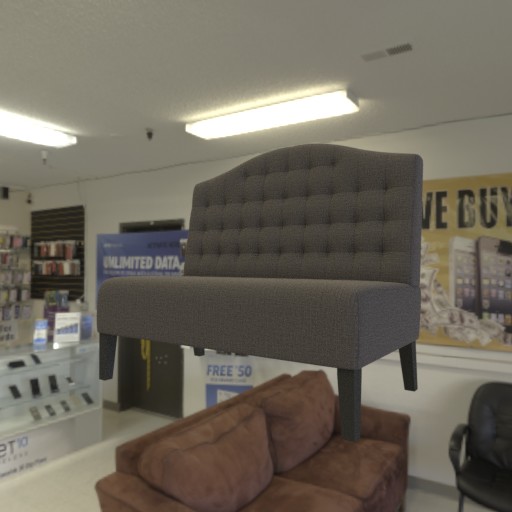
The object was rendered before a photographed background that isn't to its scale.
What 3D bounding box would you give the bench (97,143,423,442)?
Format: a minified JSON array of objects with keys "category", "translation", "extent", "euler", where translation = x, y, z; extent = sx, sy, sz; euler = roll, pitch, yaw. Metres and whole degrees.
[{"category":"bench","translation":[0.000,0.000,2.075],"extent":[1.335,1.180,0.815],"euler":[-1,-1,35]}]
